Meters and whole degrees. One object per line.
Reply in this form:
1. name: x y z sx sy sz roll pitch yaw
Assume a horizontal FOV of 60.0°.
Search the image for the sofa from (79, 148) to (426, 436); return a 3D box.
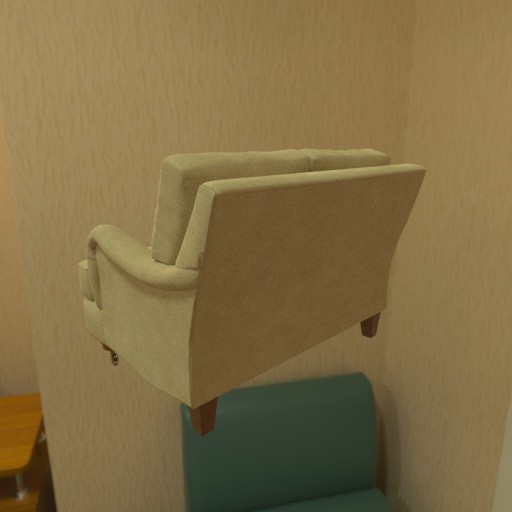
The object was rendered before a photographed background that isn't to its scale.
1. sofa: 0.000 0.000 2.293 1.498 1.087 1.086 -15 21 -43
